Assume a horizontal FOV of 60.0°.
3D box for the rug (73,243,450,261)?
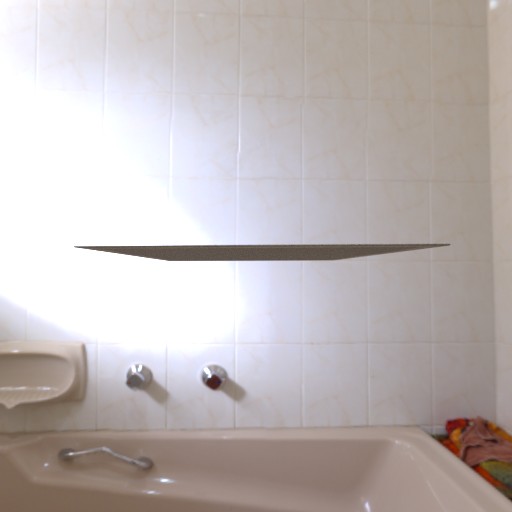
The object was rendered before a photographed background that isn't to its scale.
[{"bbox_3d":[0.000,0.000,2.208,1.141,0.015,1.749,0,-2,-2],"label":"rug"}]
